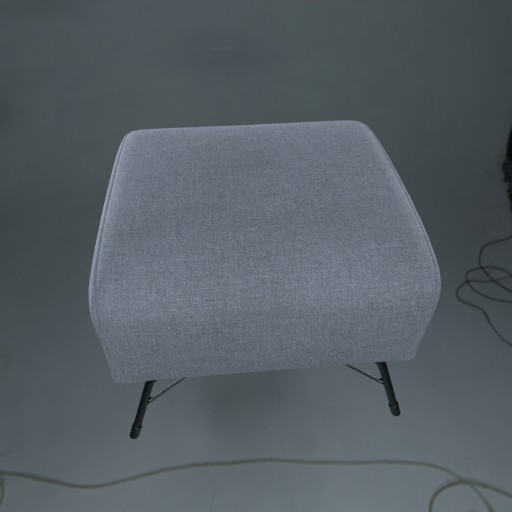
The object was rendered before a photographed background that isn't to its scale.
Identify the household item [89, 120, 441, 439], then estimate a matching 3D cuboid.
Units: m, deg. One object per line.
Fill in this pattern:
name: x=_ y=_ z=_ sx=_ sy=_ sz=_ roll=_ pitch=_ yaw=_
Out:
household item: x=0.000 y=0.000 z=0.895 sx=0.530 sy=0.410 sz=0.530 roll=-4 pitch=46 yaw=-4
